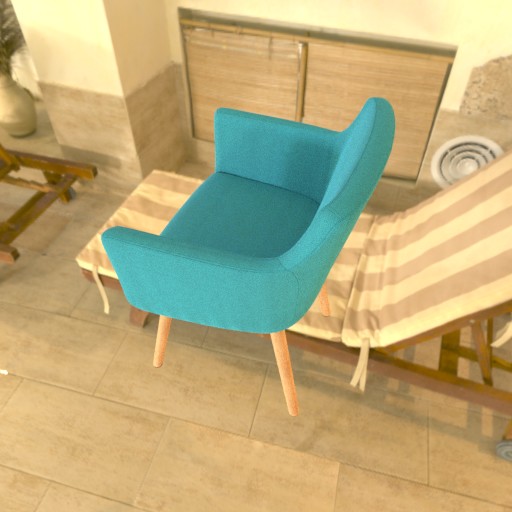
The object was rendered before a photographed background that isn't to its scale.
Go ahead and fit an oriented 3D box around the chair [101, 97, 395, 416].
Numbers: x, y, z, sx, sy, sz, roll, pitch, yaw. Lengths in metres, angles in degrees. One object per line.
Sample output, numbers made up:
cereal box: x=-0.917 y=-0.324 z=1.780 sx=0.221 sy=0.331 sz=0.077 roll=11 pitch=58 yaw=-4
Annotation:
chair: x=0.000 y=0.000 z=1.158 sx=0.540 sy=0.780 sz=0.570 roll=15 pitch=47 yaw=14
